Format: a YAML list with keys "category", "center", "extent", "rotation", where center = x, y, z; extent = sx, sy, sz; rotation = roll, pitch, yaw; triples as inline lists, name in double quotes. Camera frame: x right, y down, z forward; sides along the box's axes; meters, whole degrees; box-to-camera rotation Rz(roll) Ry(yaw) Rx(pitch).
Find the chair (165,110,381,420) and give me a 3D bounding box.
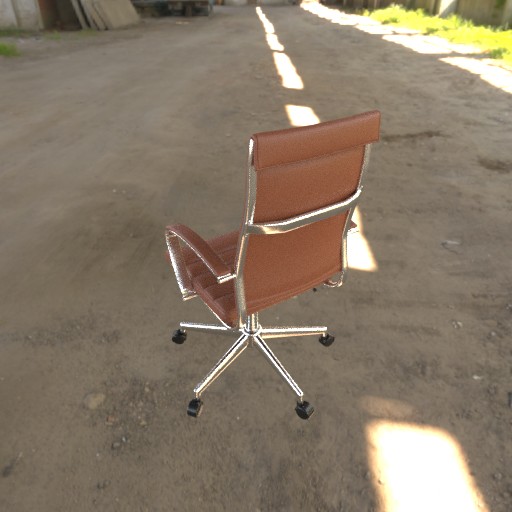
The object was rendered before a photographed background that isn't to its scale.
- category: "chair"
  center: [0.000, 0.000, 1.688]
  extent: [0.766, 1.149, 0.739]
  rotation: [-20, 37, -28]
